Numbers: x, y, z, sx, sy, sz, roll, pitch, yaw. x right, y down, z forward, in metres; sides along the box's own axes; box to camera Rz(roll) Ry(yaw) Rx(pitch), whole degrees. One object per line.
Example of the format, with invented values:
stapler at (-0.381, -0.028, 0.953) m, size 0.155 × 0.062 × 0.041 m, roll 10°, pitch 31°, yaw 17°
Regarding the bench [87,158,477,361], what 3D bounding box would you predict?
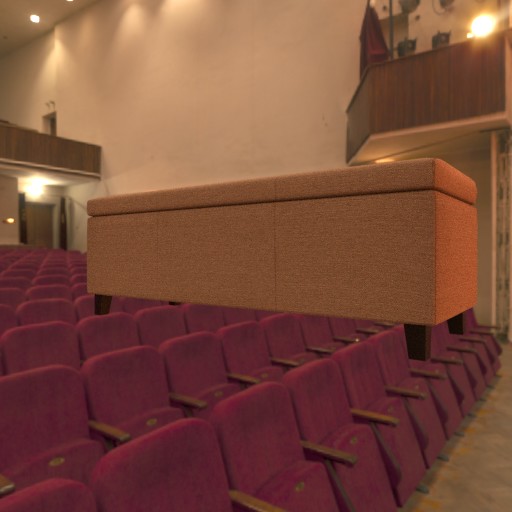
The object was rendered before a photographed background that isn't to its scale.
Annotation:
bench at (0.000, 0.000, 1.452) m, size 1.269 × 0.438 × 0.446 m, roll 0°, pitch 1°, yaw 36°
